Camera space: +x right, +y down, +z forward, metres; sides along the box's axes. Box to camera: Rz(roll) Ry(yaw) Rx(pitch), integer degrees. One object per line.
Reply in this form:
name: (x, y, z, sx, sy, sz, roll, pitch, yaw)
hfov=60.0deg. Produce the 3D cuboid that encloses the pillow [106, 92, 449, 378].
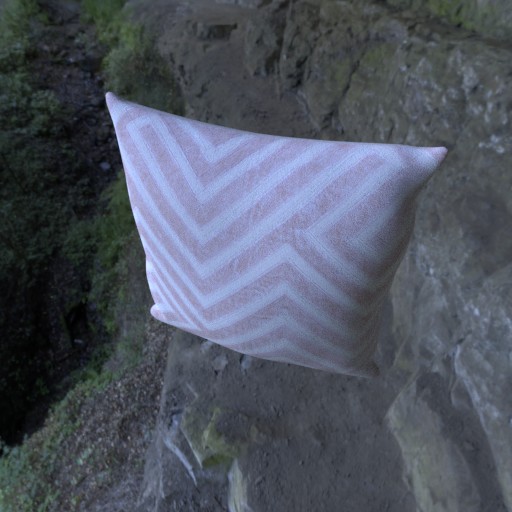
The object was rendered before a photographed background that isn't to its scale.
pillow: (0.000, 0.000, 0.665, 0.440, 0.441, 0.182, 13, 42, 15)
